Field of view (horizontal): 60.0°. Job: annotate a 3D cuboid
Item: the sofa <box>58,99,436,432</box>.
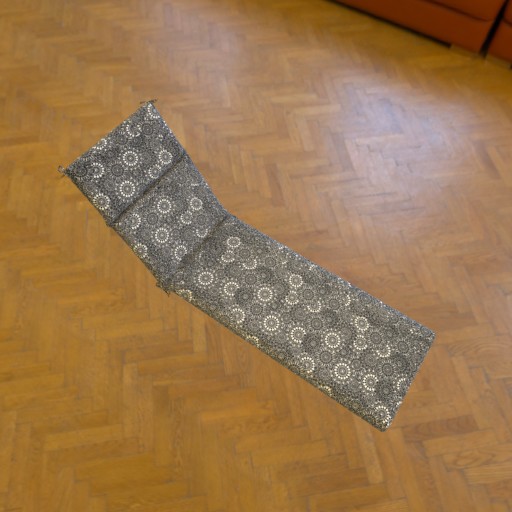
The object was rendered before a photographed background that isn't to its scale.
[{"bbox_3d":[0.000,0.000,1.948,1.663,0.622,0.582,31,63,17],"label":"sofa"}]
